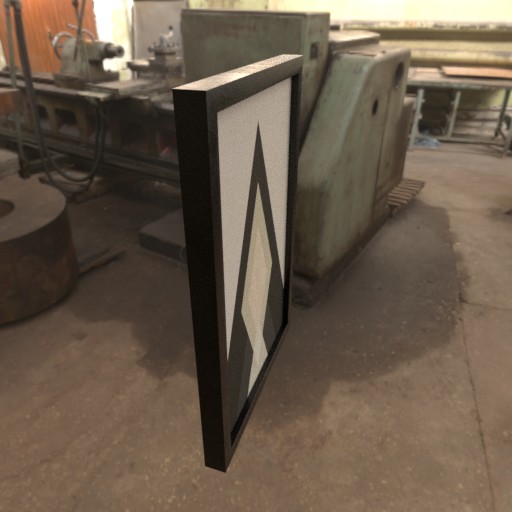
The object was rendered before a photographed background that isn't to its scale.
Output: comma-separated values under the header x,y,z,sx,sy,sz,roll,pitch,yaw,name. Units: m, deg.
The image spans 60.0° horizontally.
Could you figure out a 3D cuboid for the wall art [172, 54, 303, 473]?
x,y,z,sx,sy,sz,roll,pitch,yaw,name
0.000,0.000,0.581,0.031,0.457,0.313,9,31,16,wall art
